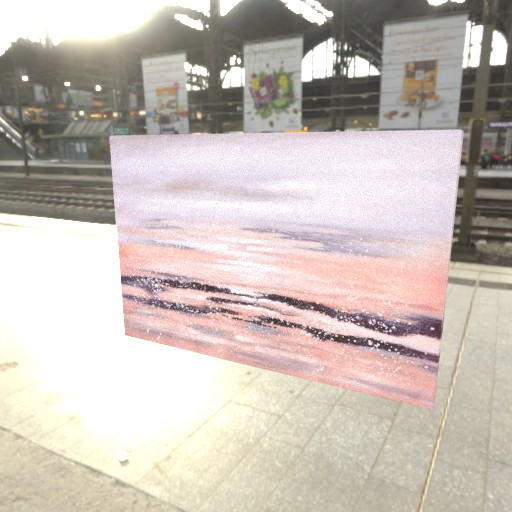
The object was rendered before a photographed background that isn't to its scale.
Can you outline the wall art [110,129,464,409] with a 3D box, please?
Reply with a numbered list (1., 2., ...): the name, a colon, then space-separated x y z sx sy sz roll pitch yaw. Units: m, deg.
1. wall art: 0.000 0.000 1.143 0.913 0.609 0.038 7 15 26
